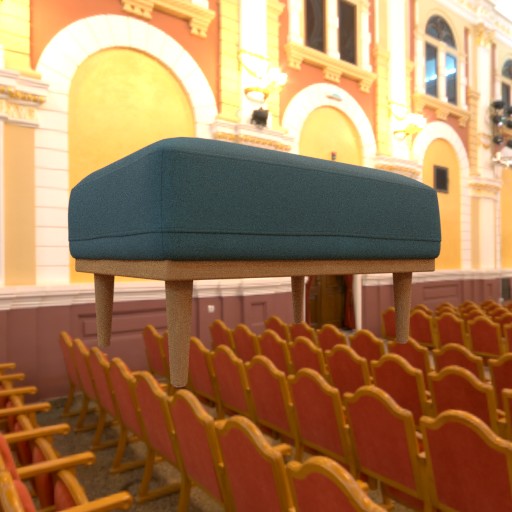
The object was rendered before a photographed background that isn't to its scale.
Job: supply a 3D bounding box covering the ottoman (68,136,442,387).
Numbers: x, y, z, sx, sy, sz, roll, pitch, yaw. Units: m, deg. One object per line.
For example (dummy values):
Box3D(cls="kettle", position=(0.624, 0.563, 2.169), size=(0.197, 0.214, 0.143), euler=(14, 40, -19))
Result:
Box3D(cls="ottoman", position=(0.000, 0.000, 1.067), size=(0.749, 0.428, 0.549), euler=(0, 0, -37))
